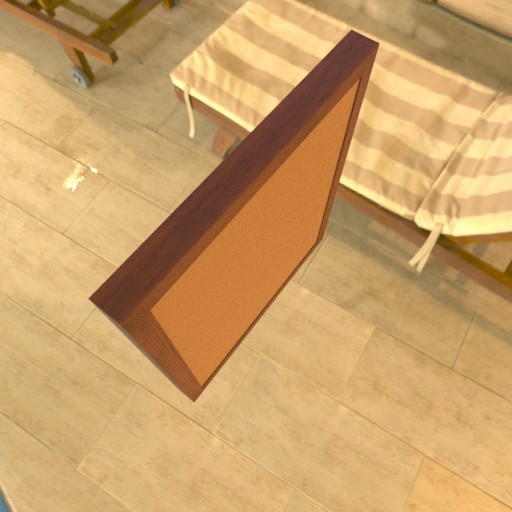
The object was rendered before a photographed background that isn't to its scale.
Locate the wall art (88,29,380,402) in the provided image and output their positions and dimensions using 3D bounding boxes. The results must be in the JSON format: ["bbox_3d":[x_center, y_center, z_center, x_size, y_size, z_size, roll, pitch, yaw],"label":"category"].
[{"bbox_3d":[0.000,0.000,0.520,0.030,0.381,0.330,34,69,15],"label":"wall art"}]
